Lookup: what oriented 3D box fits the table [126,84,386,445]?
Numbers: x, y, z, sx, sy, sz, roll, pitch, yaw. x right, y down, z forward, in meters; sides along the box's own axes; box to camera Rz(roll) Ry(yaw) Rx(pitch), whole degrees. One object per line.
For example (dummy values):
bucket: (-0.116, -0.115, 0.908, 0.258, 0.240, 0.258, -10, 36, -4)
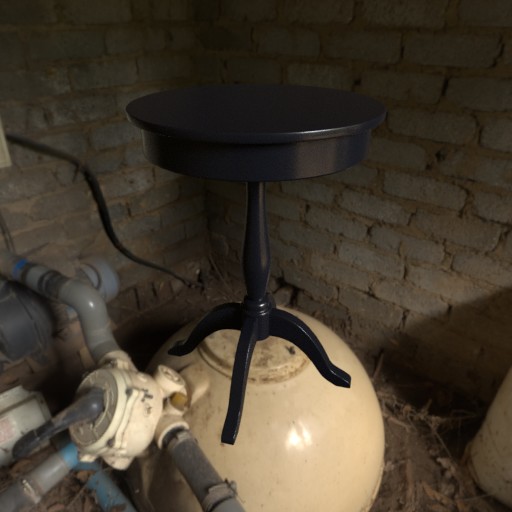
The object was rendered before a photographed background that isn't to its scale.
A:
table: (0.000, 0.000, 0.996, 0.481, 0.665, 0.481, 0, 29, 0)
